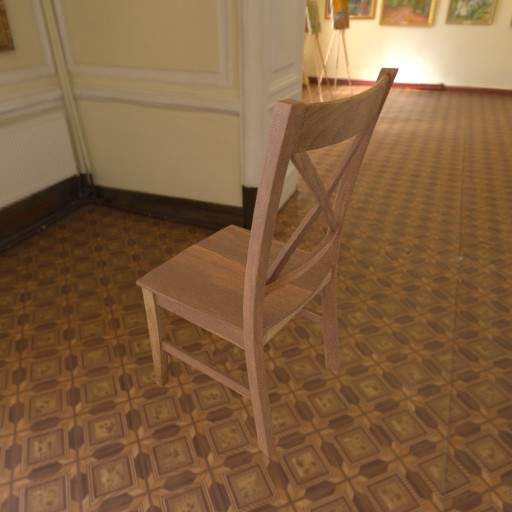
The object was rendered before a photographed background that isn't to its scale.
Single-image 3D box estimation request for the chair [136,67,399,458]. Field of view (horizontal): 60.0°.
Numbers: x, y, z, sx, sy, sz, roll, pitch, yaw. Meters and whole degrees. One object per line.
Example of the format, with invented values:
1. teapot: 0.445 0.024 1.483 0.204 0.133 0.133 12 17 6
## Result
1. chair: 0.000 0.000 1.266 0.542 0.983 0.485 20 36 30
